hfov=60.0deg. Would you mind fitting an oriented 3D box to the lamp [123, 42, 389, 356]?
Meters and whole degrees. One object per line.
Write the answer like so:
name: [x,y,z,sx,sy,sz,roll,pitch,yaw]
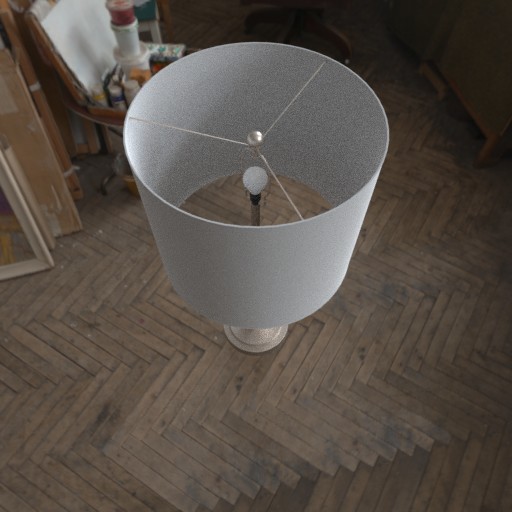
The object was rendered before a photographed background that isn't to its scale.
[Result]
lamp: [0.000,0.000,0.691,0.277,0.538,0.277,33,64,19]
